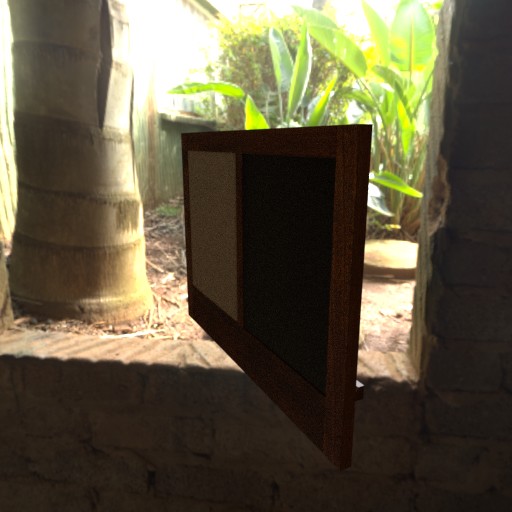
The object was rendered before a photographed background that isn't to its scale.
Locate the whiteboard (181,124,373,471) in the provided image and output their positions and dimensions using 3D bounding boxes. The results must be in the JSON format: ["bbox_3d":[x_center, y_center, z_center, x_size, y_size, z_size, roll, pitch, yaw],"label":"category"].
[{"bbox_3d":[0.000,0.000,1.013,0.083,0.553,0.768,-7,16,-26],"label":"whiteboard"}]
